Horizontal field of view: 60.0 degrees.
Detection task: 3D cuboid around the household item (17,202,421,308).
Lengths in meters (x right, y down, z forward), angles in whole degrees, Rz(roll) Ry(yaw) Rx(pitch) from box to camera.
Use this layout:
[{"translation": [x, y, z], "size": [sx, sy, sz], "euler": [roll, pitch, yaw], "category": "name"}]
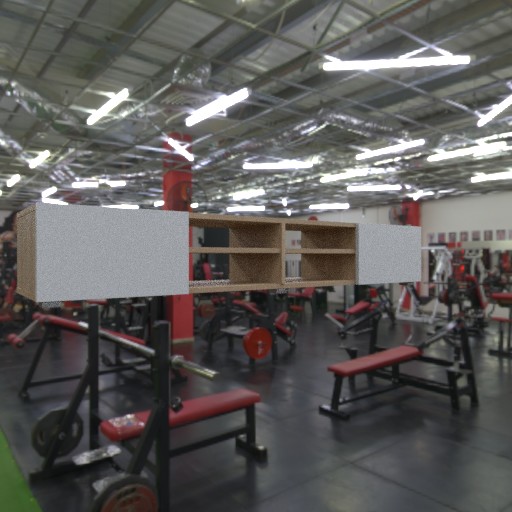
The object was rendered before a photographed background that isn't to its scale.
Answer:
[{"translation": [0.000, 0.000, 1.986], "size": [1.850, 0.310, 0.420], "euler": [0, 0, -35], "category": "household item"}]
